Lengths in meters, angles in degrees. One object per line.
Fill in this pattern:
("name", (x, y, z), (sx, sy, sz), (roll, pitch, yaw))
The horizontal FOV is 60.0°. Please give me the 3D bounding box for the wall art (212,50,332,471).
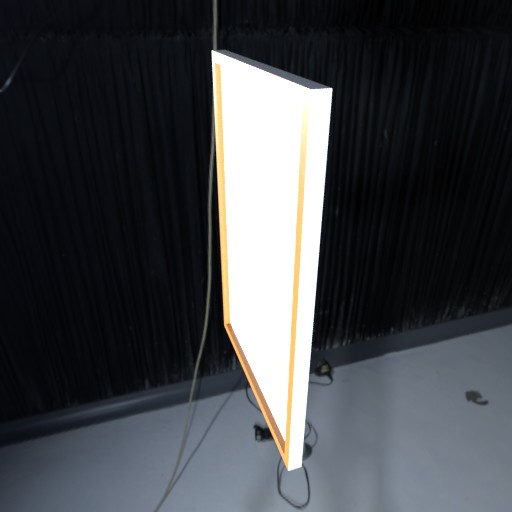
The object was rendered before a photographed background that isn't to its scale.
("wall art", (0.000, 0.000, 0.759), (0.025, 0.608, 0.405), (-10, 32, -16))
